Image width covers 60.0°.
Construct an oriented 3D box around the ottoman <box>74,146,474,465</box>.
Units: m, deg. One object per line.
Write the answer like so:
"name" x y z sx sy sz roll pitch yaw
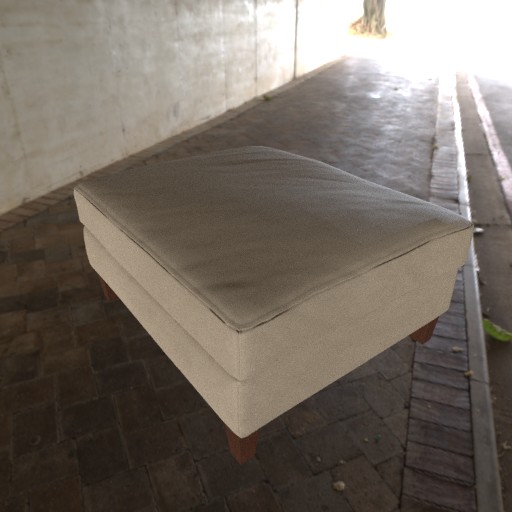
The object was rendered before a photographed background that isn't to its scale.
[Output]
"ottoman" 0.000 0.000 1.456 0.836 0.492 1.002 -20 35 -32
